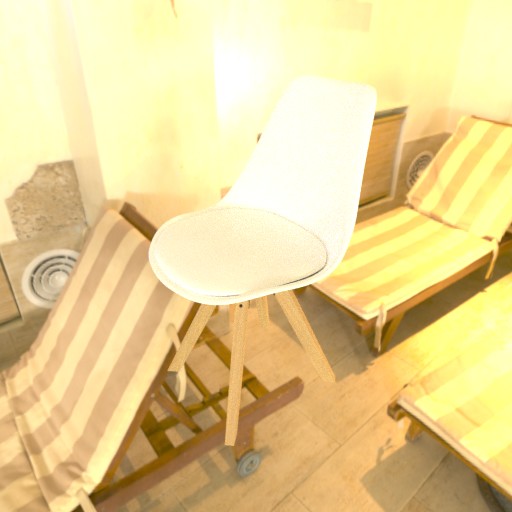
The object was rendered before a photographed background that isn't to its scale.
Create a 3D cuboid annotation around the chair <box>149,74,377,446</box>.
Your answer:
[{"bbox_3d":[0.000,0.000,1.193,0.550,0.849,0.485,-21,36,-31],"label":"chair"}]
